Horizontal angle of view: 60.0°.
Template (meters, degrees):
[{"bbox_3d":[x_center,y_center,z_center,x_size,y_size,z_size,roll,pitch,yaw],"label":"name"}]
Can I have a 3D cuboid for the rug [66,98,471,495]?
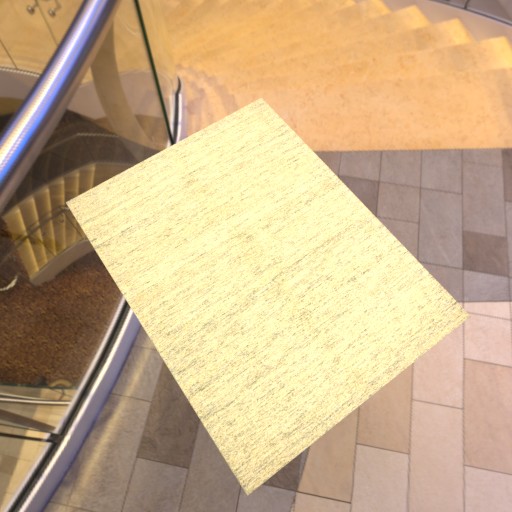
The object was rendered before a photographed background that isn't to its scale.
[{"bbox_3d":[0.000,0.000,4.218,2.437,0.014,3.201,-33,69,-14],"label":"rug"}]
